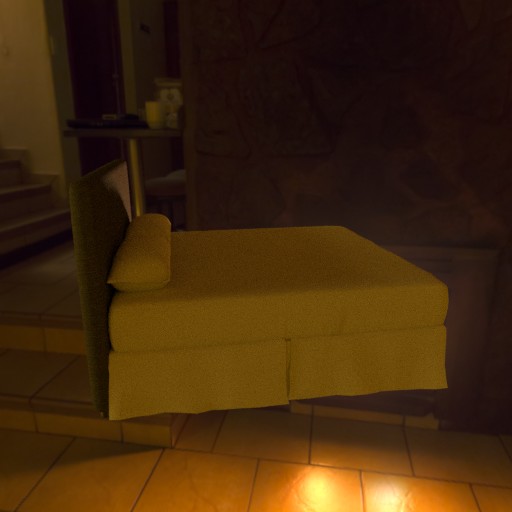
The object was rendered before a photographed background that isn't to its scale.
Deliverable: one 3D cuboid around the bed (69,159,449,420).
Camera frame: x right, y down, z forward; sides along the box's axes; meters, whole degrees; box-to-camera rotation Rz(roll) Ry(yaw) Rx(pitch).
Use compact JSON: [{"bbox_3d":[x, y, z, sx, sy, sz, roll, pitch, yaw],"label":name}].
[{"bbox_3d":[0.000,0.000,3.264,2.142,1.330,1.884,-3,16,-10],"label":"bed"}]
